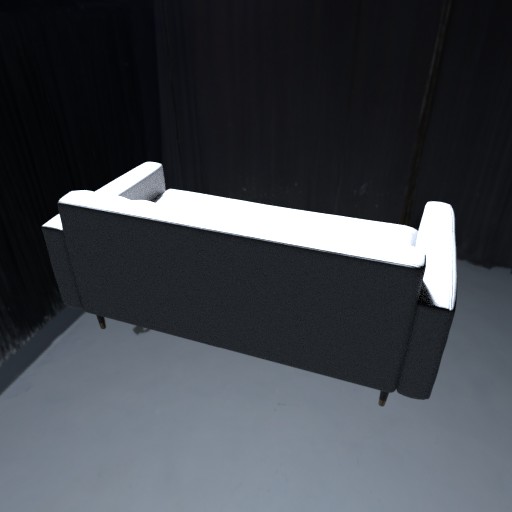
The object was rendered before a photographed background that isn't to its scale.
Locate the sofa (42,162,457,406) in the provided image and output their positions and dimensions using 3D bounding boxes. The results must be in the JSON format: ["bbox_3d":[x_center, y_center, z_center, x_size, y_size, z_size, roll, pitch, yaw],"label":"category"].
[{"bbox_3d":[0.000,0.000,2.359,1.895,0.814,0.969,11,34,17],"label":"sofa"}]
